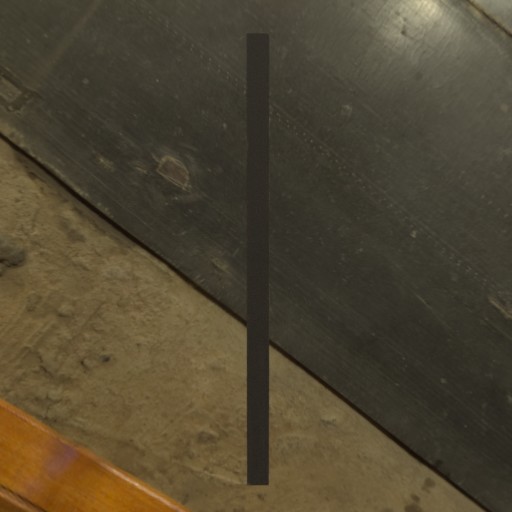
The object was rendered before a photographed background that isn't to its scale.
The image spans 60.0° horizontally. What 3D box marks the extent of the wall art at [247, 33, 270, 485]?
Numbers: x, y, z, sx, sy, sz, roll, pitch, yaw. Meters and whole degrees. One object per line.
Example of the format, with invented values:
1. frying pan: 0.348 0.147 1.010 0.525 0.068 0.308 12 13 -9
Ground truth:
1. wall art: 0.000 0.000 1.126 0.038 0.762 0.762 0 92 -1
